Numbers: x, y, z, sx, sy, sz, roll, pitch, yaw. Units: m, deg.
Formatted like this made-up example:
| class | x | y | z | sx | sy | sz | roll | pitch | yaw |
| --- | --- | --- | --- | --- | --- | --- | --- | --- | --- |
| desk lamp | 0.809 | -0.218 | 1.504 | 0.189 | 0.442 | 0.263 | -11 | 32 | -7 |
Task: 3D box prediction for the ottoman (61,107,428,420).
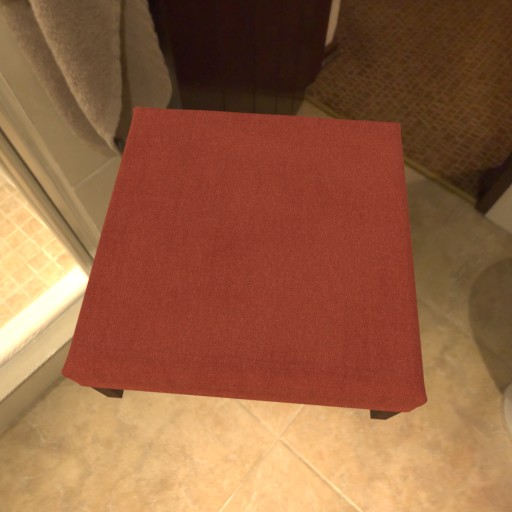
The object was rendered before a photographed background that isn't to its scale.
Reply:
| class | x | y | z | sx | sy | sz | roll | pitch | yaw |
| --- | --- | --- | --- | --- | --- | --- | --- | --- | --- |
| ottoman | 0.000 | 0.000 | 1.401 | 0.889 | 0.411 | 0.890 | 4 | 63 | 2 |
